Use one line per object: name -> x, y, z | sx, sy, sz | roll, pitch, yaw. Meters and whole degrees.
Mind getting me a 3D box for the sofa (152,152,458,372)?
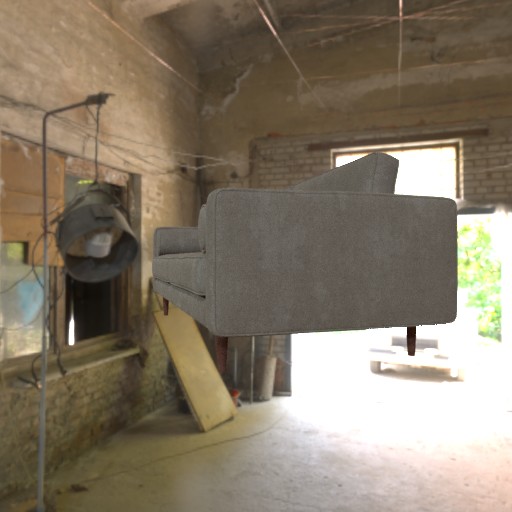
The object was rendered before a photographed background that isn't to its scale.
sofa -> 0.000, 0.000, 2.300 | 0.920, 0.769, 1.883 | 0, 0, -18
